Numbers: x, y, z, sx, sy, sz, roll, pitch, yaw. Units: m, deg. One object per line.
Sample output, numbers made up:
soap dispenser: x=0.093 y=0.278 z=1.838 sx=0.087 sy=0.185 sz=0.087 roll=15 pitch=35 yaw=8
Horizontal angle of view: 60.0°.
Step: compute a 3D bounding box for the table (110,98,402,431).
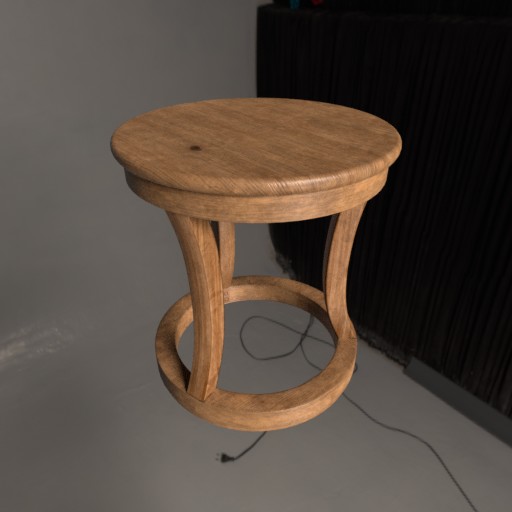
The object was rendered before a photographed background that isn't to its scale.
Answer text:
table: x=0.000 y=0.000 z=0.797 sx=0.432 sy=0.460 sz=0.432 roll=0 pitch=31 yaw=0
